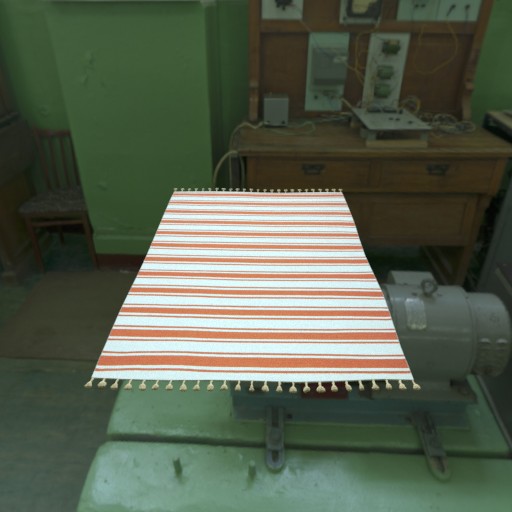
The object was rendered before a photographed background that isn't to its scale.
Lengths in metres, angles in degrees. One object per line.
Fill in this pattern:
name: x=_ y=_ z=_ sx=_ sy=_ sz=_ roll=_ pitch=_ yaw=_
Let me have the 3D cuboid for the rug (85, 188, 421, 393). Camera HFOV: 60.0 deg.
rug: x=0.000 y=0.000 z=3.074 sx=1.556 sy=0.022 sz=2.433 roll=0 pitch=31 yaw=1
